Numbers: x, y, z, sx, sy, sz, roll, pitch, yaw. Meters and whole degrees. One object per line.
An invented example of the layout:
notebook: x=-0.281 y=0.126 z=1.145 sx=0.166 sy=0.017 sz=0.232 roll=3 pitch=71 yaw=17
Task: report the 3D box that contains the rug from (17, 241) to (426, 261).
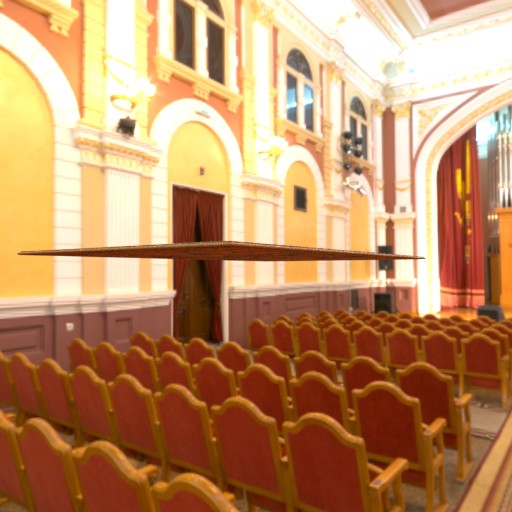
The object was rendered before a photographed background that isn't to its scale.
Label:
rug: x=0.000 y=0.000 z=1.071 sx=0.557 sy=0.008 sz=0.863 roll=-1 pitch=-2 yaw=36
